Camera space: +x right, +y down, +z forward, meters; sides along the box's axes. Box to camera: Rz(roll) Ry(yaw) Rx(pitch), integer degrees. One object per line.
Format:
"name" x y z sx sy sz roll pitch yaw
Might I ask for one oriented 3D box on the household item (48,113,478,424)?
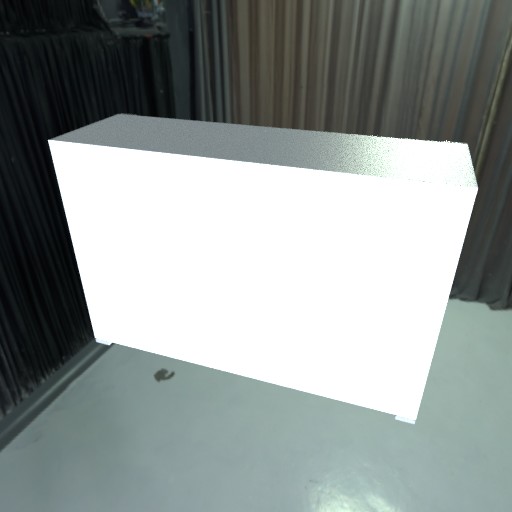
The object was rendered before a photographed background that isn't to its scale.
"household item" 0.000 0.000 1.664 1.300 0.867 0.420 10 32 16
